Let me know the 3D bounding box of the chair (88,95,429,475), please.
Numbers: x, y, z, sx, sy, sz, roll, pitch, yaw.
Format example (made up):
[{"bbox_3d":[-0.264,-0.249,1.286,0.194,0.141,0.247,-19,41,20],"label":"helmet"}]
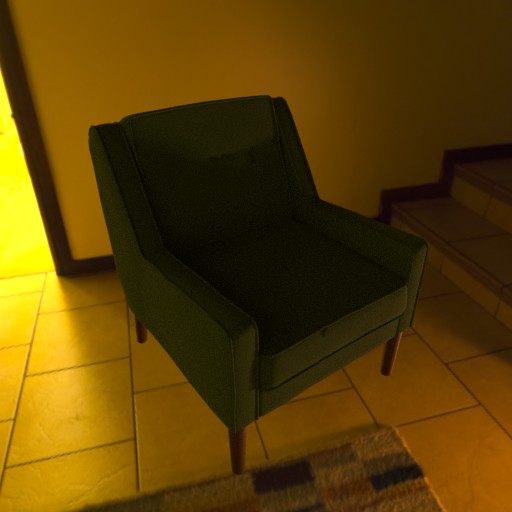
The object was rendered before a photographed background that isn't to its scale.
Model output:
[{"bbox_3d":[0.000,0.000,1.311,0.663,0.792,0.743,-21,37,-30],"label":"chair"}]
